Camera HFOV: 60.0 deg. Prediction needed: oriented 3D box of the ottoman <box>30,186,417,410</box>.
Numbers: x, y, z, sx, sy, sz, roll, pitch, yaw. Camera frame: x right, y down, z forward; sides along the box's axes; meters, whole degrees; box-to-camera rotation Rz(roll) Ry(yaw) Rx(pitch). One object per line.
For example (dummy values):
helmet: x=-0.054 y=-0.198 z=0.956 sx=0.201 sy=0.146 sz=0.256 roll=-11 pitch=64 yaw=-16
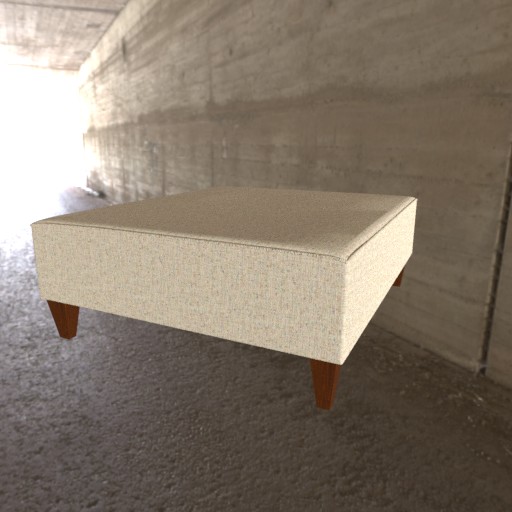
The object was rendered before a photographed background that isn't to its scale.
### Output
ottoman: x=0.000 y=0.000 z=1.238 sx=0.736 sy=0.303 sz=0.835 roll=7 pitch=16 yaw=25
